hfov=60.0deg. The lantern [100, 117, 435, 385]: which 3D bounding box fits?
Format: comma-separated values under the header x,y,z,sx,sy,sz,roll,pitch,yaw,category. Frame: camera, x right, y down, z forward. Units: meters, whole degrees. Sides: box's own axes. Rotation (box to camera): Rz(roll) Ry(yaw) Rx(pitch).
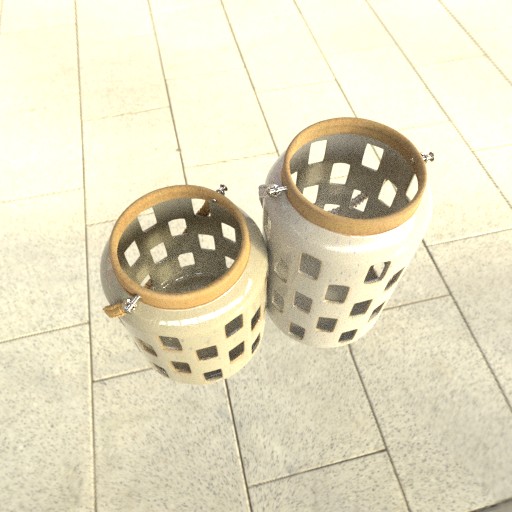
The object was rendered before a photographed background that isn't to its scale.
x,y,z,sx,sy,sz,roll,pitch,yaw,category
0.000,0.000,0.498,0.347,0.255,0.184,-13,59,-8,lantern
